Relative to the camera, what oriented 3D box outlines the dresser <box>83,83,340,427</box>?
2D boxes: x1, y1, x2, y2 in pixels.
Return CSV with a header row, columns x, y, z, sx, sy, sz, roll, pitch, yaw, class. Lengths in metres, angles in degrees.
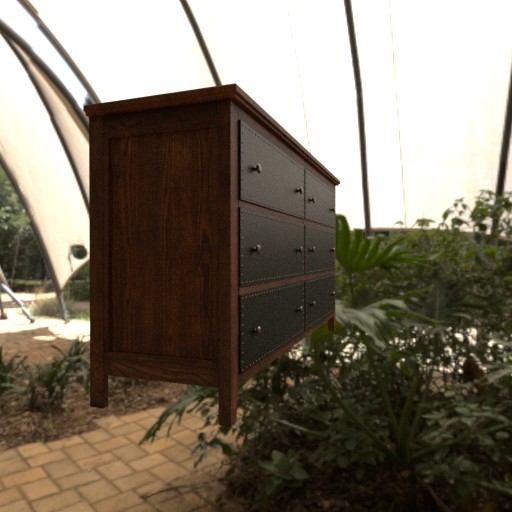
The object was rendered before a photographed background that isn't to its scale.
x,y,z,sx,sy,sz,roll,pitch,yaw,class
0.000,0.000,1.890,0.463,0.856,1.551,0,0,20,dresser
